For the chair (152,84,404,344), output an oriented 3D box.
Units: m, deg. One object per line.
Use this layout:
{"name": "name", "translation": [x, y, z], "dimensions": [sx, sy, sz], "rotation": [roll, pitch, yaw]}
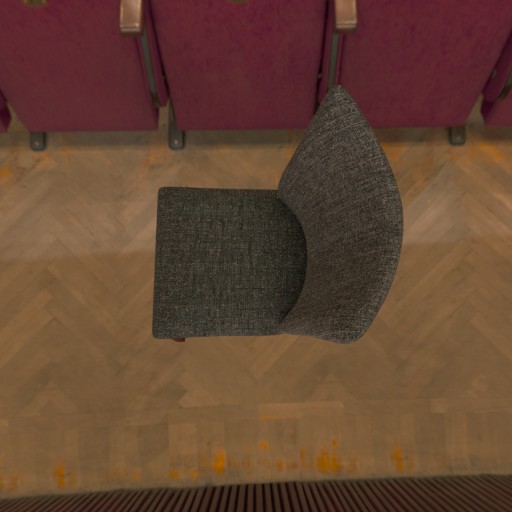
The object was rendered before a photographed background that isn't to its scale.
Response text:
{"name": "chair", "translation": [0.000, 0.000, 1.315], "dimensions": [0.623, 0.924, 0.535], "rotation": [-1, 77, 0]}
